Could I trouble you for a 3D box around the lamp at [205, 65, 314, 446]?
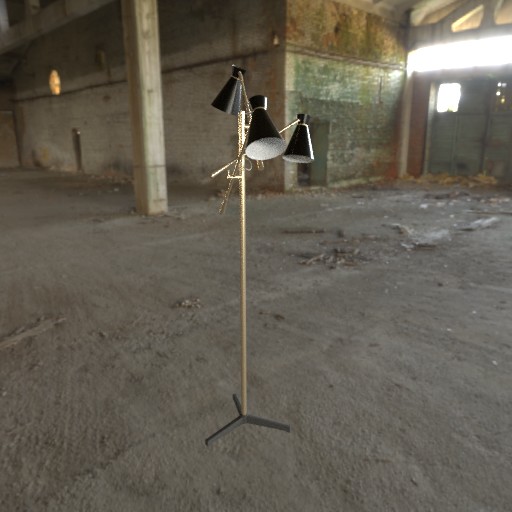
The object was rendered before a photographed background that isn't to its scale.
[{"bbox_3d":[0.000,0.000,2.156,0.653,1.804,0.750,-14,20,-43],"label":"lamp"}]
